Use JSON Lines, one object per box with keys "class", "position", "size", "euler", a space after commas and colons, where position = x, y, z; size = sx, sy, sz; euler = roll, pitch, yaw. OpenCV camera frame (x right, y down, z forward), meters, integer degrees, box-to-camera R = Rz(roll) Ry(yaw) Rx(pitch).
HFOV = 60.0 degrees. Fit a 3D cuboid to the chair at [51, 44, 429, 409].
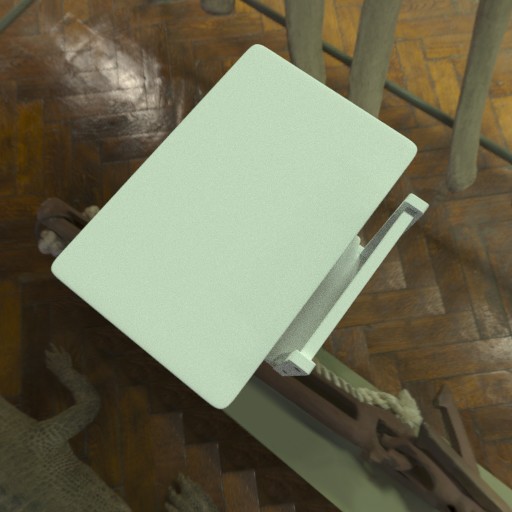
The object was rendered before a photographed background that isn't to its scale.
{"class": "chair", "position": [0.000, 0.000, 1.056], "size": [0.461, 0.673, 0.599], "euler": [37, 78, 9]}
